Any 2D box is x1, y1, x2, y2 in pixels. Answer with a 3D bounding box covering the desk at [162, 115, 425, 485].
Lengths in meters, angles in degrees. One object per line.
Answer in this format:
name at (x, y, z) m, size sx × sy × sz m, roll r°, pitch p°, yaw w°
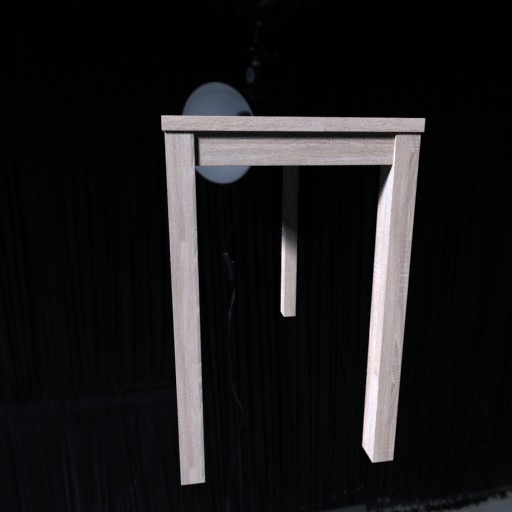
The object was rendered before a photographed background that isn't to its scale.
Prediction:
desk at (0.000, 0.000, 1.375) m, size 0.495 × 0.762 × 0.991 m, roll -2°, pitch 14°, yaw -9°
